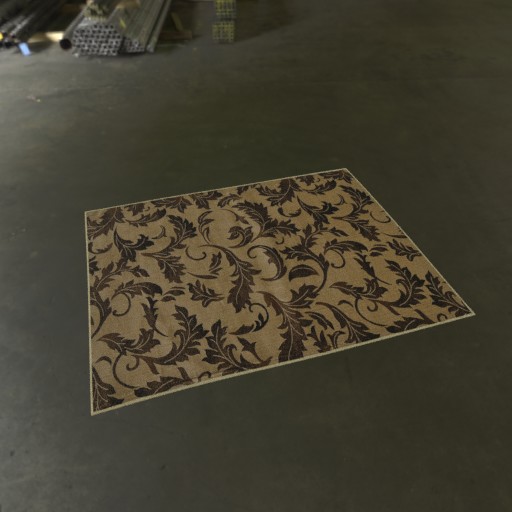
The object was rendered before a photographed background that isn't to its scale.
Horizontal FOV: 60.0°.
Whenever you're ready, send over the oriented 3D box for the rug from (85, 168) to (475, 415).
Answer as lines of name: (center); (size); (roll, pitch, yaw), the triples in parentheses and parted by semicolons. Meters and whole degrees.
rug: (0.000, 0.000, 4.066); (2.977, 0.008, 2.380); (-12, 43, -13)
